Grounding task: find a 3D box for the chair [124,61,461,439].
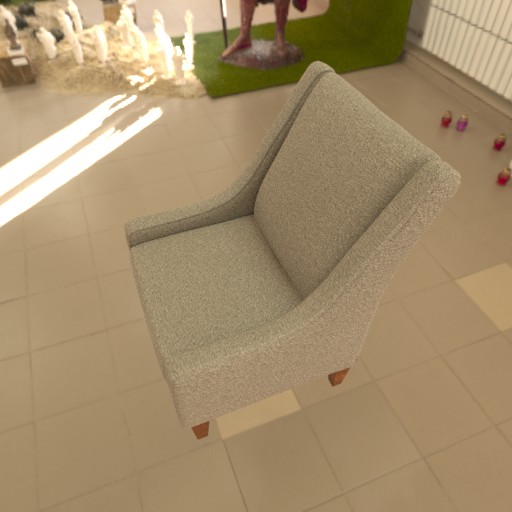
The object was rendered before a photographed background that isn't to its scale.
[{"bbox_3d":[0.000,0.000,1.612,0.870,1.016,0.774,-16,48,-15],"label":"chair"}]
